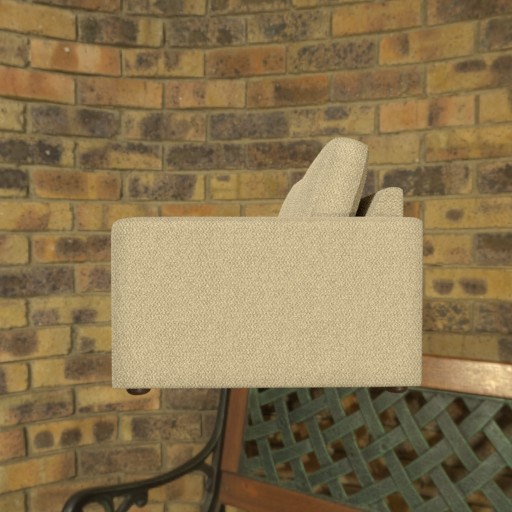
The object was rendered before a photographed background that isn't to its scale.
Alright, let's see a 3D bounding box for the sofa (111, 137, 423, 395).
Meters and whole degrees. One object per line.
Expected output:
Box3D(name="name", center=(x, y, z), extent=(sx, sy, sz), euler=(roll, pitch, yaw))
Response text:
Box3D(name="sofa", center=(0.000, 0.000, 2.177), extent=(1.016, 0.873, 1.616), euler=(0, 1, -1))
